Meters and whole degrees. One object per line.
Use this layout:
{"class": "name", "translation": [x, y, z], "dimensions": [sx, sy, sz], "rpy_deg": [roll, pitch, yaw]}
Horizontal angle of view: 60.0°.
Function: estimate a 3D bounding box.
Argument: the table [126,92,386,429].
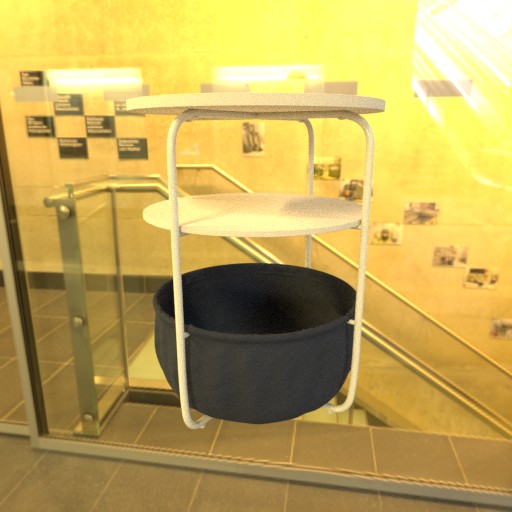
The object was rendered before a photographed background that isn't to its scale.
{"class": "table", "translation": [0.000, 0.000, 0.814], "dimensions": [0.418, 0.532, 0.418], "rpy_deg": [-3, 16, -10]}
